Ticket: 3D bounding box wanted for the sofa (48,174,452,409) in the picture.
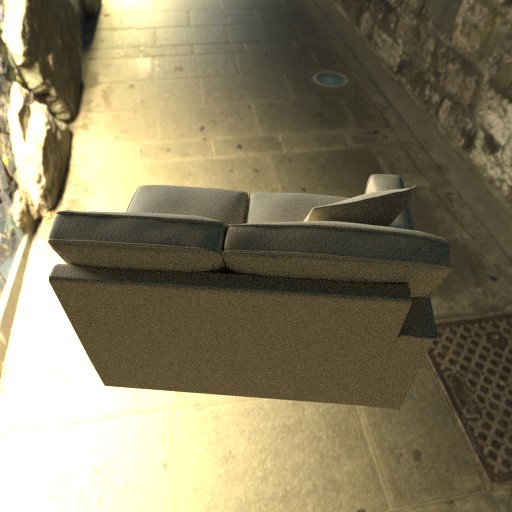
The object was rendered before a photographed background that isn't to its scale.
[{"bbox_3d":[0.000,0.000,2.034,1.388,0.989,0.991,3,46,3],"label":"sofa"}]
